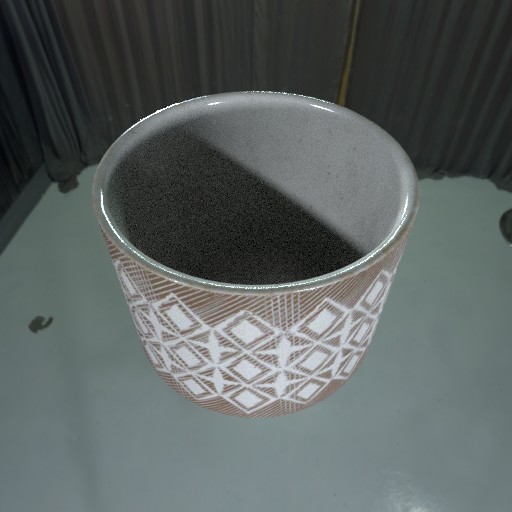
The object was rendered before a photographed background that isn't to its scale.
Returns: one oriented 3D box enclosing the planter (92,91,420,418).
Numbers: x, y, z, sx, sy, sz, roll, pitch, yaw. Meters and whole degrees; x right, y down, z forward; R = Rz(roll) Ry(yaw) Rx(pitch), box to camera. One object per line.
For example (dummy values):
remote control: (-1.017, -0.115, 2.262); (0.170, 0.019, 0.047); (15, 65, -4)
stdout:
planter: (0.000, 0.000, 0.214); (0.126, 0.104, 0.126); (0, 47, 0)
